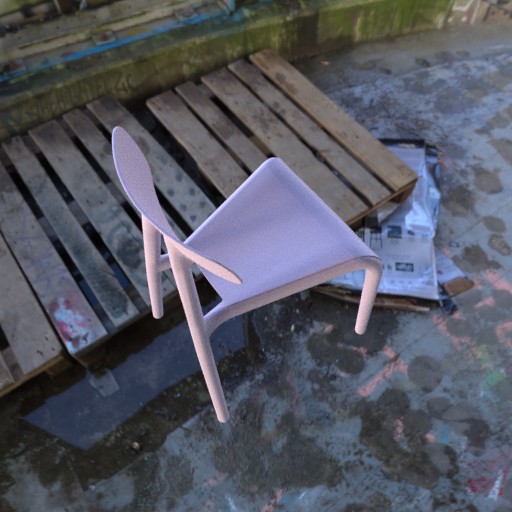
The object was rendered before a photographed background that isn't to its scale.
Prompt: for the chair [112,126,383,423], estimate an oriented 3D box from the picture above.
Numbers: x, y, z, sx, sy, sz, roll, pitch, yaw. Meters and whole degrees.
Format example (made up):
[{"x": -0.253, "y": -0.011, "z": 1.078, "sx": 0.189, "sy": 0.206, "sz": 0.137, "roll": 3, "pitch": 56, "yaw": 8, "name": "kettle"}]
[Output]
[{"x": 0.000, "y": 0.000, "z": 0.835, "sx": 0.401, "sy": 0.580, "sz": 0.356, "roll": -31, "pitch": 63, "yaw": -18, "name": "chair"}]
